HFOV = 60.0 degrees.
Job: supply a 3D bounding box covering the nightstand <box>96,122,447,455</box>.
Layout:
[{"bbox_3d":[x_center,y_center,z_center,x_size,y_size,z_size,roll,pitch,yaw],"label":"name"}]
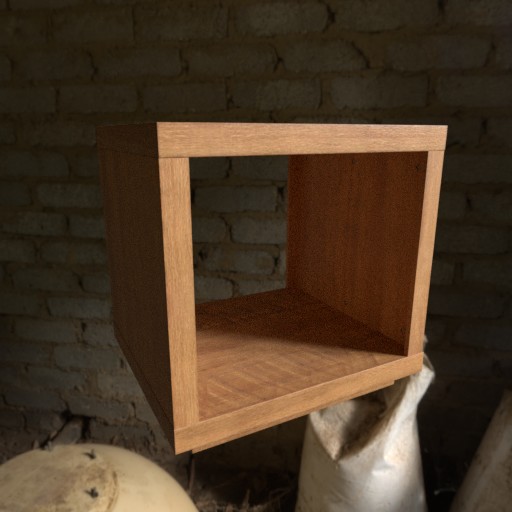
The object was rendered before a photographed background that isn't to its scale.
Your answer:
[{"bbox_3d":[0.000,0.000,0.871,0.493,0.491,0.436,-8,17,-27],"label":"nightstand"}]
